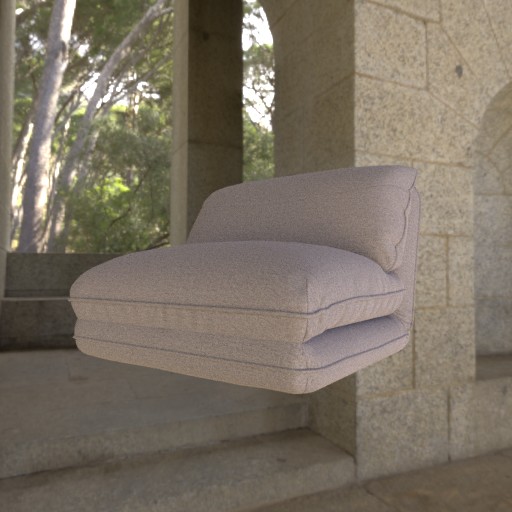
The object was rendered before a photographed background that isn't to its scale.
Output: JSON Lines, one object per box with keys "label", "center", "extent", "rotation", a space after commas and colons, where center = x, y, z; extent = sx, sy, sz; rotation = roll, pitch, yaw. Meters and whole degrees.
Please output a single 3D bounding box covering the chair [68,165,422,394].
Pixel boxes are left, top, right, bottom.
{"label": "chair", "center": [0.000, 0.000, 1.345], "extent": [0.820, 0.580, 0.780], "rotation": [-1, -2, 36]}
